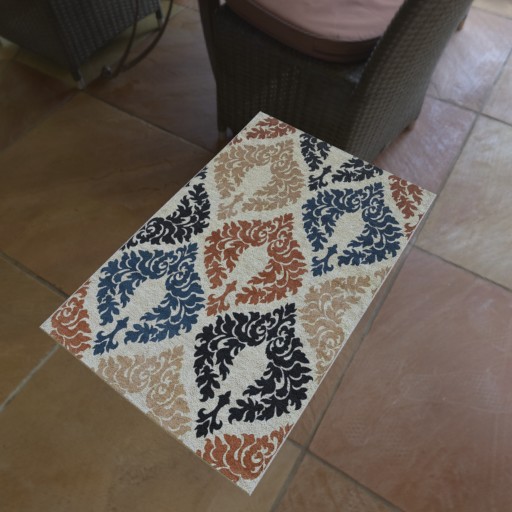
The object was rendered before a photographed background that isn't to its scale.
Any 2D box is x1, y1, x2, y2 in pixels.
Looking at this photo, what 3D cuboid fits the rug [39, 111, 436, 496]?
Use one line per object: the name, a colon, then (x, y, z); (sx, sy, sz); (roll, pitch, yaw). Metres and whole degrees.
rug: (0.000, 0.000, 2.844); (1.514, 0.014, 2.275); (31, 63, 18)
